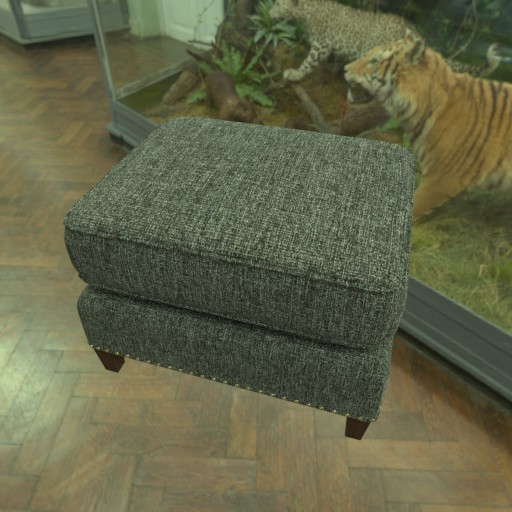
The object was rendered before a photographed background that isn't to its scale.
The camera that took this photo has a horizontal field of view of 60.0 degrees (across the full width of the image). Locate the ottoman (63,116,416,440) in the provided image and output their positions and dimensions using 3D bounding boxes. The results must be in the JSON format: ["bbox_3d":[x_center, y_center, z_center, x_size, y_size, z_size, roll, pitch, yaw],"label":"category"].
[{"bbox_3d":[0.000,0.000,1.158,0.738,0.537,0.589,11,42,13],"label":"ottoman"}]
